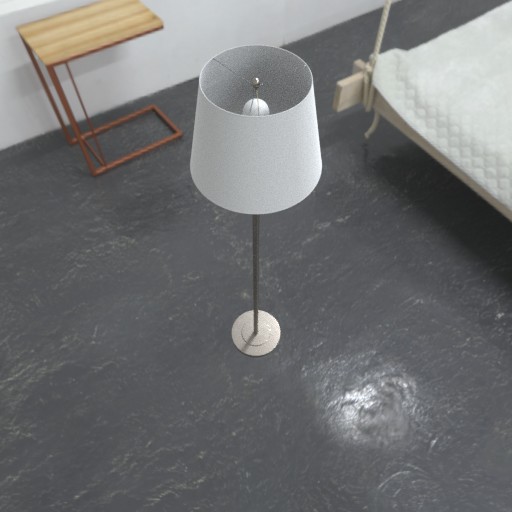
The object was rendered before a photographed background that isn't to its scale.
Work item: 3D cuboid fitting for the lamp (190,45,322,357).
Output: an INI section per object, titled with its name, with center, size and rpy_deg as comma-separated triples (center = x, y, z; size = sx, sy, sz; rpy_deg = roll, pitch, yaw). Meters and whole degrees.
[lamp]
center = 0.000, 0.000, 1.602
size = 0.355, 1.473, 0.355
rpy_deg = 0, 58, 0
